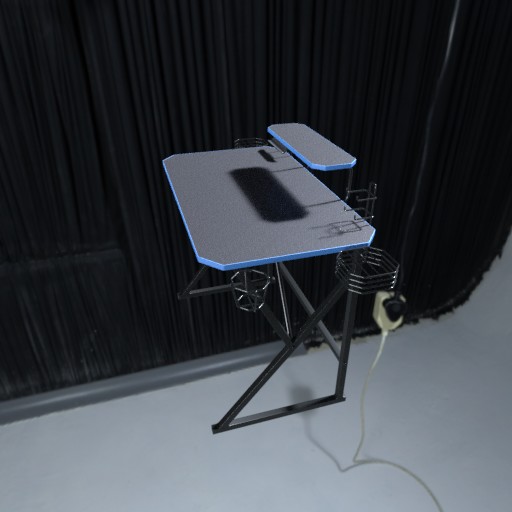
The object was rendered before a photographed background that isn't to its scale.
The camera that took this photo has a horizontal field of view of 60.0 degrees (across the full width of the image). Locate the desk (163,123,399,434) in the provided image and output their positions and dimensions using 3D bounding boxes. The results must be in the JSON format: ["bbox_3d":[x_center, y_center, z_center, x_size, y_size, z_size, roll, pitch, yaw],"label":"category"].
[{"bbox_3d":[0.000,0.000,1.813,0.594,0.909,1.295,-9,32,-14],"label":"desk"}]
